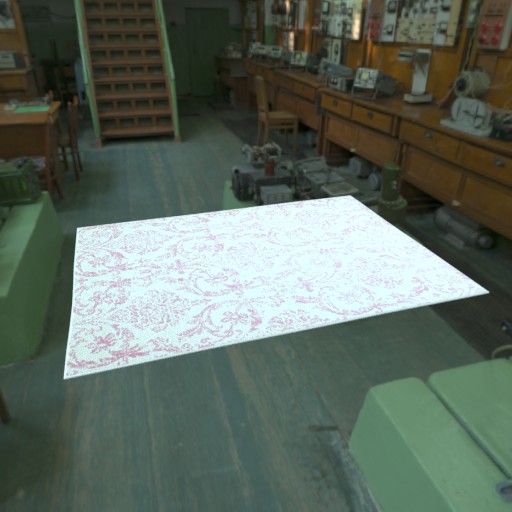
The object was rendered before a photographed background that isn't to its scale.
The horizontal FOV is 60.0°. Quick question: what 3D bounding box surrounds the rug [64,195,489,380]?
[{"bbox_3d":[0.000,0.000,2.826,2.202,0.014,1.598,-9,29,-15],"label":"rug"}]
